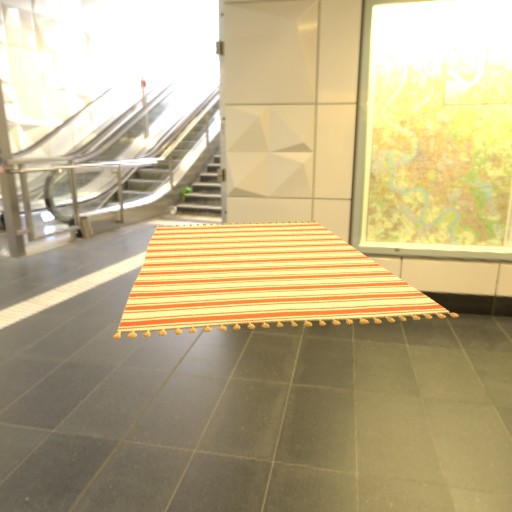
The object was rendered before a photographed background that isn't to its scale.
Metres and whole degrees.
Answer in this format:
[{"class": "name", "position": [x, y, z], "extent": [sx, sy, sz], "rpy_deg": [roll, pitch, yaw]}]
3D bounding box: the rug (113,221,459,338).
[{"class": "rug", "position": [0.000, 0.000, 3.099], "extent": [1.556, 0.022, 2.433], "rpy_deg": [-2, 15, -8]}]
